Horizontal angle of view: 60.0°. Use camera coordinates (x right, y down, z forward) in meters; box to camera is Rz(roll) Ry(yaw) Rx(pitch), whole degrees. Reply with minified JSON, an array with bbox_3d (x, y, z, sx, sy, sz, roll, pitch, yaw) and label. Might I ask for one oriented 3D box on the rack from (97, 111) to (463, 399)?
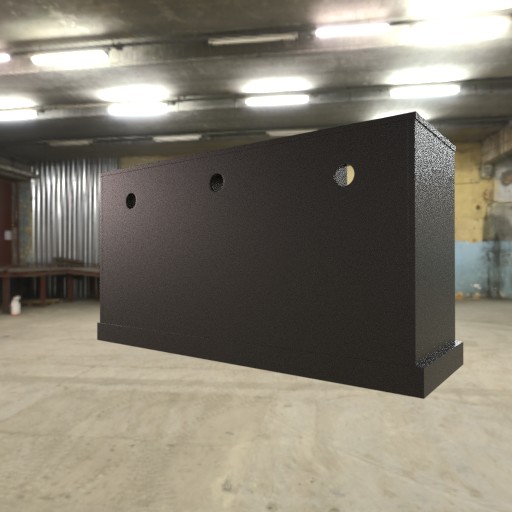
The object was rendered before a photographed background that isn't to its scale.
[{"bbox_3d":[0.000,0.000,1.491,1.206,0.635,0.399,0,-1,36],"label":"rack"}]
